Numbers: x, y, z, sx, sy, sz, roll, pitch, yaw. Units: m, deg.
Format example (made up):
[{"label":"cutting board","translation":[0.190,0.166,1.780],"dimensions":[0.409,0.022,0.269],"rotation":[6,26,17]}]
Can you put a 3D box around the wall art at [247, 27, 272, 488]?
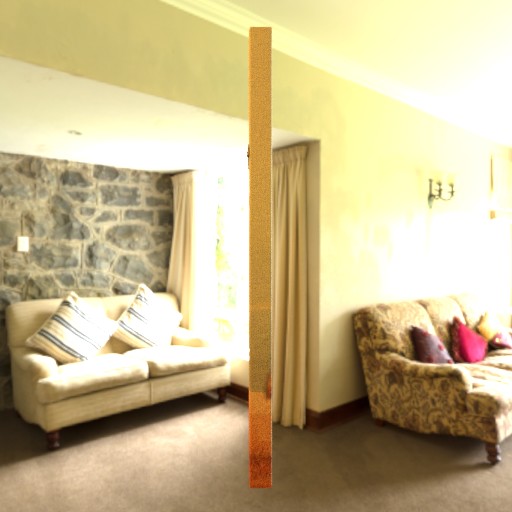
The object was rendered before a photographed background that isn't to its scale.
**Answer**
[{"label":"wall art","translation":[0.000,0.000,0.883],"dimensions":[0.034,0.605,0.605],"rotation":[0,1,-1]}]
